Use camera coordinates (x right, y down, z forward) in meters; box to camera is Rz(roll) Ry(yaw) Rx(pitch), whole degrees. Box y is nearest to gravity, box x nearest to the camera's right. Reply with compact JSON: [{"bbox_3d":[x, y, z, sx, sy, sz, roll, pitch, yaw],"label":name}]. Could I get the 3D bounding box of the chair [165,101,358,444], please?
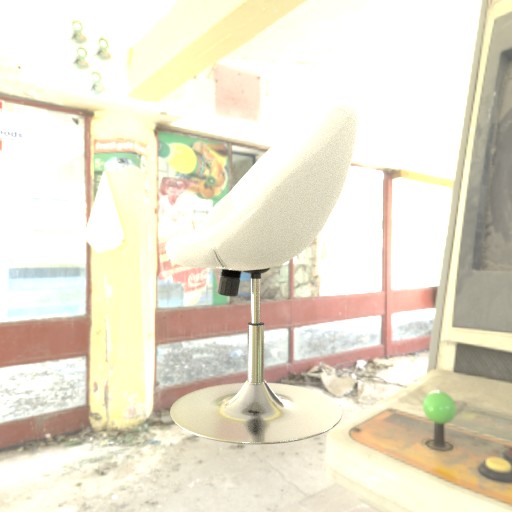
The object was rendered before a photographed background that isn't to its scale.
[{"bbox_3d":[0.000,0.000,1.833,0.736,1.261,0.940,0,0,-17],"label":"chair"}]
